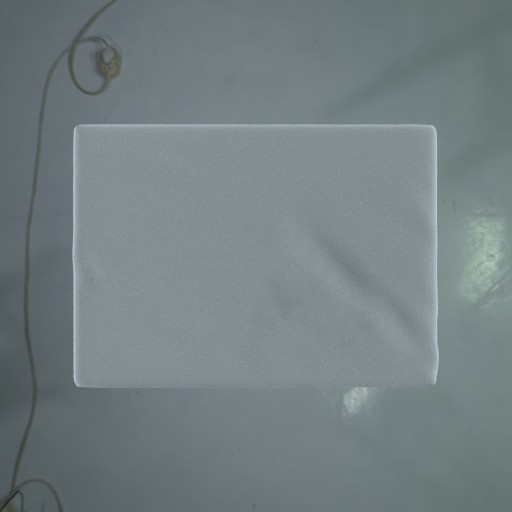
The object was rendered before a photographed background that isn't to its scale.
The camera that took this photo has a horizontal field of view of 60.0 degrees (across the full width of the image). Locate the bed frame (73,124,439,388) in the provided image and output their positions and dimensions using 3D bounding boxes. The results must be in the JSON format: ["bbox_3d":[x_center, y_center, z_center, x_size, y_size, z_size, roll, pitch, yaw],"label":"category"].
[{"bbox_3d":[0.000,0.000,2.557,1.905,0.637,1.372,0,90,0],"label":"bed frame"}]
